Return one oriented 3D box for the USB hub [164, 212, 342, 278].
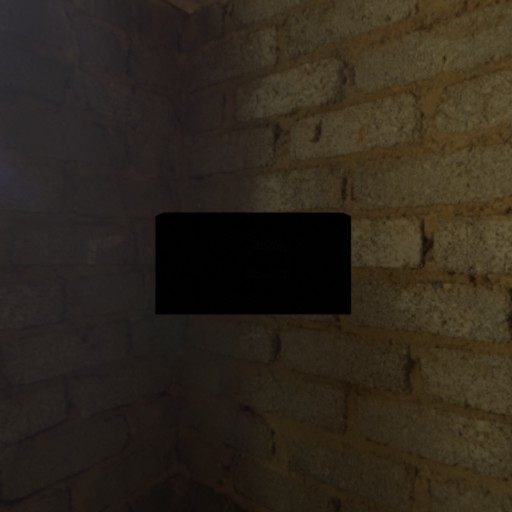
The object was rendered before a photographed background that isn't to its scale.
[{"bbox_3d":[0.000,0.000,0.161,0.044,0.023,0.145,0,2,1],"label":"USB hub"}]
